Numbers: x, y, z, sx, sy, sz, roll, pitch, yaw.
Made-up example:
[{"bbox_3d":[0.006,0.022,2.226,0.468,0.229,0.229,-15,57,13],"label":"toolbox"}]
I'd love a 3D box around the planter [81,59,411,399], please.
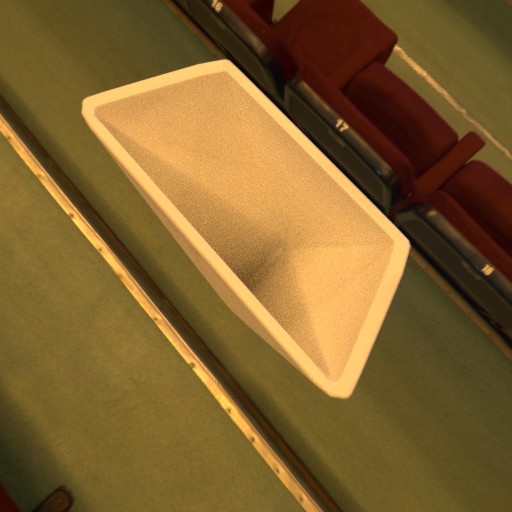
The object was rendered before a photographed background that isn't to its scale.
[{"bbox_3d":[0.000,0.000,0.260,0.060,0.197,0.150,-41,80,-9],"label":"planter"}]
